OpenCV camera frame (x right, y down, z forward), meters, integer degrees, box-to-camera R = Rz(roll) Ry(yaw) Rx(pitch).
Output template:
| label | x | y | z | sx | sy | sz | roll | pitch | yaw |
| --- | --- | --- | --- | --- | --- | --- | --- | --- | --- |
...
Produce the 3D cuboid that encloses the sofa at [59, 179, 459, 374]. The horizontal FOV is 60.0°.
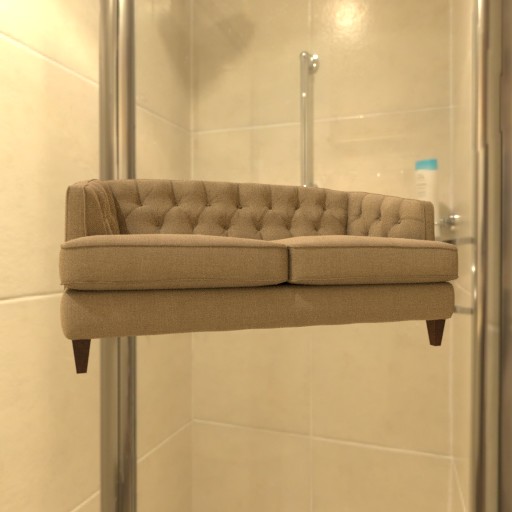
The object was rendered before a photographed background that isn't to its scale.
| label | x | y | z | sx | sy | sz | roll | pitch | yaw |
| --- | --- | --- | --- | --- | --- | --- | --- | --- | --- |
| sofa | 0.000 | 0.000 | 2.217 | 1.733 | 0.855 | 0.941 | 0 | 0 | -18 |
